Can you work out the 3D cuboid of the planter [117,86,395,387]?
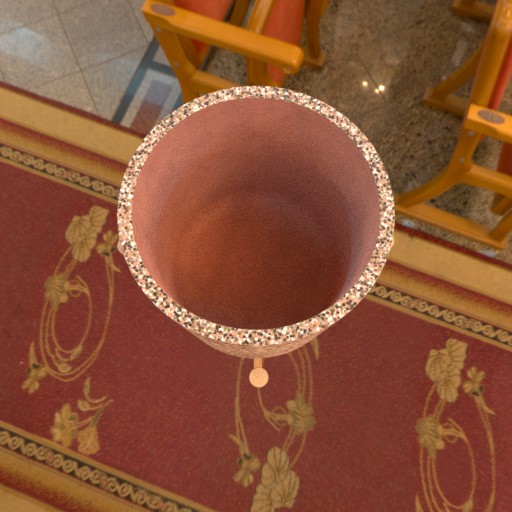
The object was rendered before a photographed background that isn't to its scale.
[{"bbox_3d":[0.000,0.000,0.686,0.360,0.419,0.360,21,75,6],"label":"planter"}]
